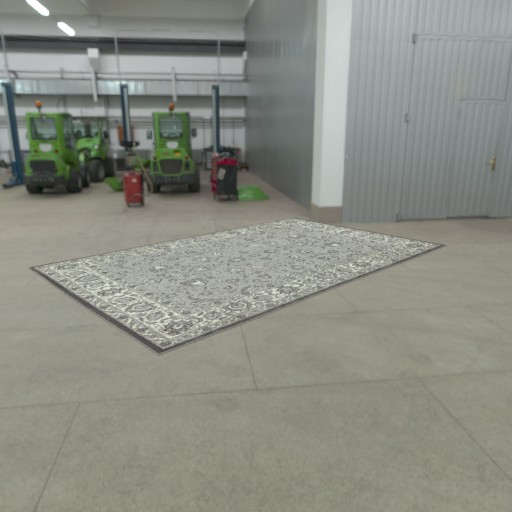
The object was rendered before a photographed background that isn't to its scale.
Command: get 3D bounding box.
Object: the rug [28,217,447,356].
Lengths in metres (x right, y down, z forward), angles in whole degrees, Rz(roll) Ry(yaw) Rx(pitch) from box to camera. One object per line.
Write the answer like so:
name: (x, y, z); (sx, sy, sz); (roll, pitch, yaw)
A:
rug: (0.000, 0.000, 2.987); (2.438, 0.011, 1.524); (-14, 21, -41)
